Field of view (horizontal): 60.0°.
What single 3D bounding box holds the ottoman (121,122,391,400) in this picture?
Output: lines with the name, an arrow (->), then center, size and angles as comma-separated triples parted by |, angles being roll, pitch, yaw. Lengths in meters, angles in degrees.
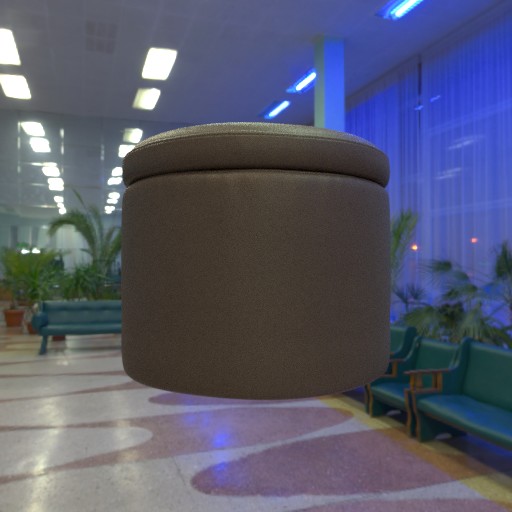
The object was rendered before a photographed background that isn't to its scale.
ottoman -> 0.000, 0.000, 0.858 | 0.500, 0.409, 0.500 | 0, -1, 0
